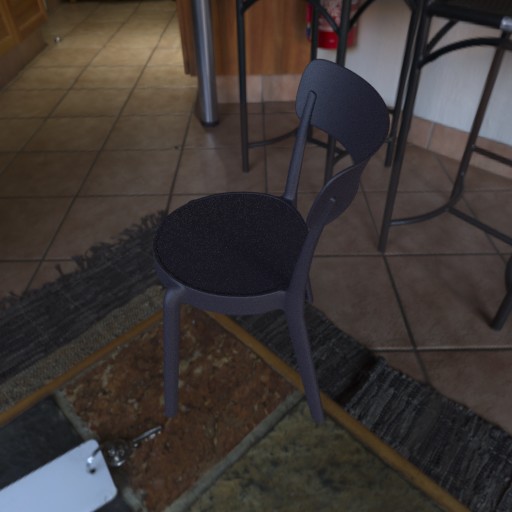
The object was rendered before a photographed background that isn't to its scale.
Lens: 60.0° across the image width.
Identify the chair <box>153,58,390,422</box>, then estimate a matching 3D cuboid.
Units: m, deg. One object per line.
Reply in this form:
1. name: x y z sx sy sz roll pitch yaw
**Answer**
1. chair: 0.000 0.000 1.101 0.491 0.790 0.506 1 42 1
